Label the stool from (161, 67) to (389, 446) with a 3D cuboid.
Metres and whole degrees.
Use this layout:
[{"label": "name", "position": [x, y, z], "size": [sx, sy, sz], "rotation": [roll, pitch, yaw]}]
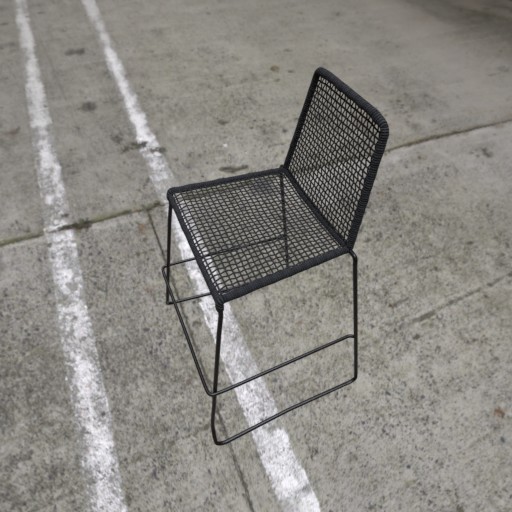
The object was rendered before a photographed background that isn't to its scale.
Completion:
[{"label": "stool", "position": [0.000, 0.000, 1.262], "size": [0.509, 0.905, 0.590], "rotation": [-17, 48, -16]}]
